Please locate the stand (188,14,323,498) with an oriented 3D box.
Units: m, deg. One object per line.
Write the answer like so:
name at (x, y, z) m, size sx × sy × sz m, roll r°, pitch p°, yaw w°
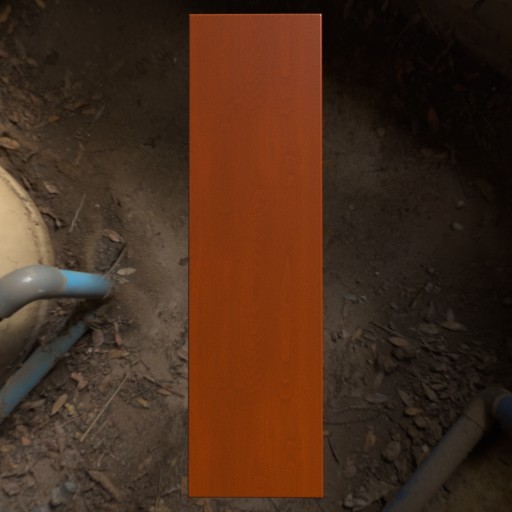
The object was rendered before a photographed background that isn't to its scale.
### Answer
stand at (0.000, 0.000, 1.635) m, size 0.381 × 0.762 × 1.372 m, roll 0°, pitch 89°, yaw 0°
